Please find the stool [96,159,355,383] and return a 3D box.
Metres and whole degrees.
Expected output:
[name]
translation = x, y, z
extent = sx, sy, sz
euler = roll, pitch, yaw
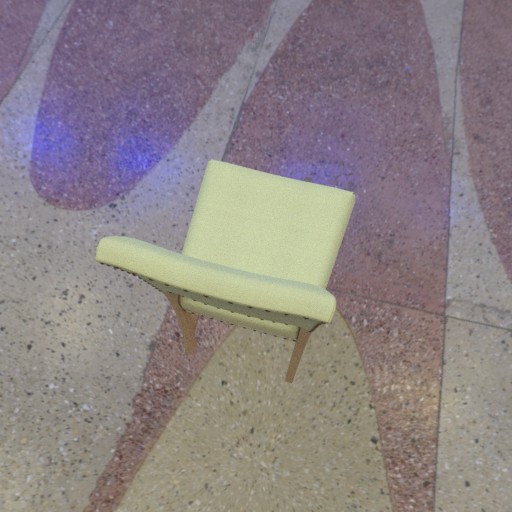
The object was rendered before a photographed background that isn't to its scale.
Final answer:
[stool]
translation = 0.000, 0.000, 1.323
extent = 0.508, 0.986, 0.623
euler = 14, 66, 7
